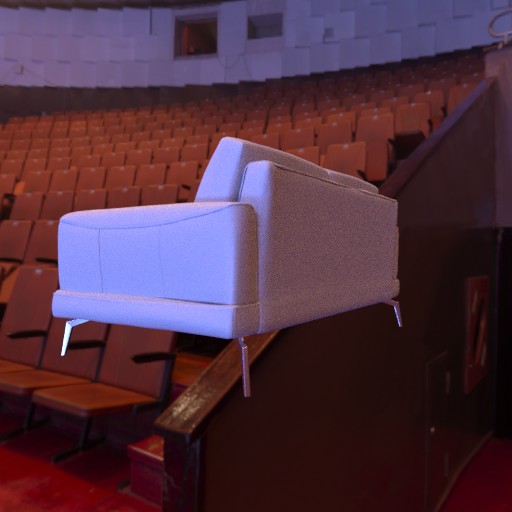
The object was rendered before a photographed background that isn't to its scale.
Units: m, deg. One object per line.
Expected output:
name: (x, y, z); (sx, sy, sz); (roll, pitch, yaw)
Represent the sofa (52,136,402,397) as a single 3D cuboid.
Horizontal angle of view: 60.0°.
sofa: (0.000, 0.000, 2.459); (1.121, 0.930, 1.819); (0, 0, 35)
